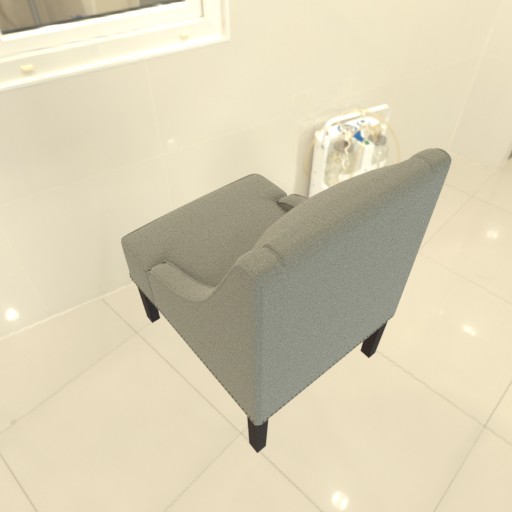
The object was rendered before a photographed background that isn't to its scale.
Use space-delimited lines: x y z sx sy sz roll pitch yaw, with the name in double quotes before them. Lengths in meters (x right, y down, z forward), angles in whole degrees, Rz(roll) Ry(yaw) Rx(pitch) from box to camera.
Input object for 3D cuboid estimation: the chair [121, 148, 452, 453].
"chair" 0.000 0.000 1.400 0.610 0.864 0.737 -31 53 -26
